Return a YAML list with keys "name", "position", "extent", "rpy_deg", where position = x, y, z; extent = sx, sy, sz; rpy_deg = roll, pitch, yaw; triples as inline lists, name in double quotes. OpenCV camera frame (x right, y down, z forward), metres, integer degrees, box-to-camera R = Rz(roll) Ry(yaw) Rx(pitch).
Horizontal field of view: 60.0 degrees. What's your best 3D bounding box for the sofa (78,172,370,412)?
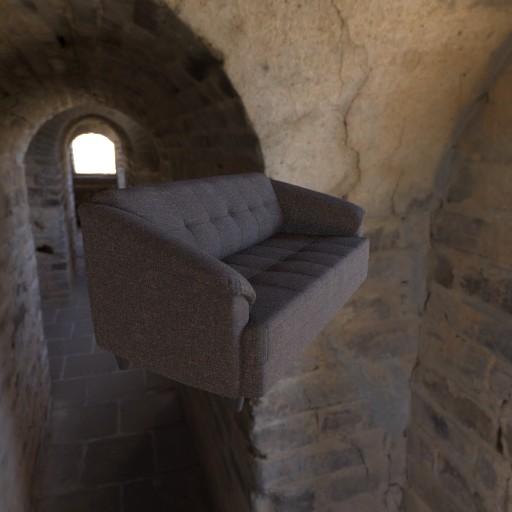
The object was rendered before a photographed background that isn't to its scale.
- name: "sofa"
  position: [0.000, 0.000, 2.353]
  extent: [0.887, 0.790, 1.849]
  rpy_deg: [7, 16, 25]
